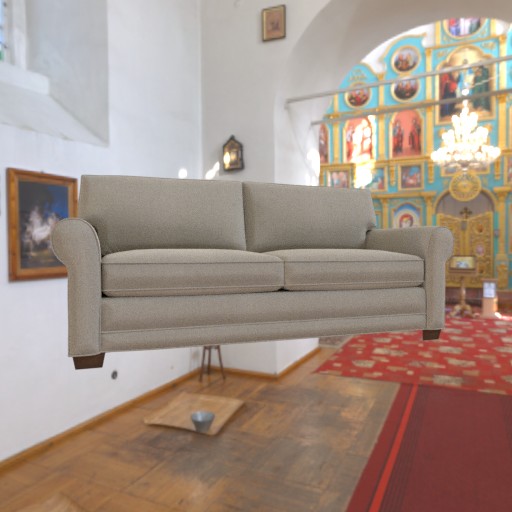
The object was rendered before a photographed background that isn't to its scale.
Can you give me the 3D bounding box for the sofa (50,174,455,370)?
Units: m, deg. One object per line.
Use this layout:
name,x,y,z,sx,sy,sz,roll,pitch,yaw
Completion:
sofa,0.000,0.000,2.620,2.146,0.962,0.901,0,1,-20
